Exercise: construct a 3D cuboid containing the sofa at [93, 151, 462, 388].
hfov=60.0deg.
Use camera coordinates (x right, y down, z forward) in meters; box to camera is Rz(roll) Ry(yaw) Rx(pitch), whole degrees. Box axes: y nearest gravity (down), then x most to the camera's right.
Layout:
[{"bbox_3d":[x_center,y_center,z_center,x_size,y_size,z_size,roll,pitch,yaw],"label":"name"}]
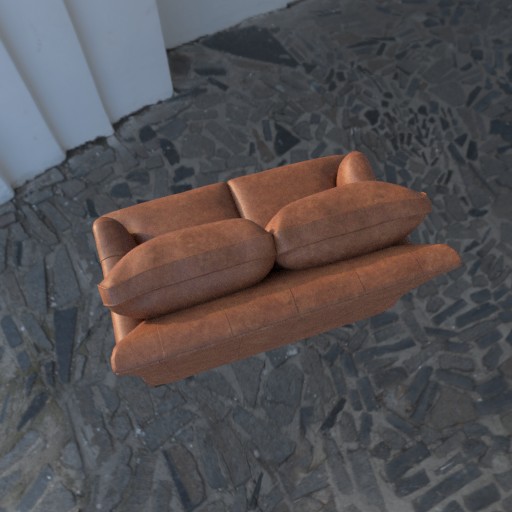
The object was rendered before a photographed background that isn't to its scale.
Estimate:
[{"bbox_3d":[0.000,0.000,2.278,1.527,1.004,1.077,-16,61,-9],"label":"sofa"}]
